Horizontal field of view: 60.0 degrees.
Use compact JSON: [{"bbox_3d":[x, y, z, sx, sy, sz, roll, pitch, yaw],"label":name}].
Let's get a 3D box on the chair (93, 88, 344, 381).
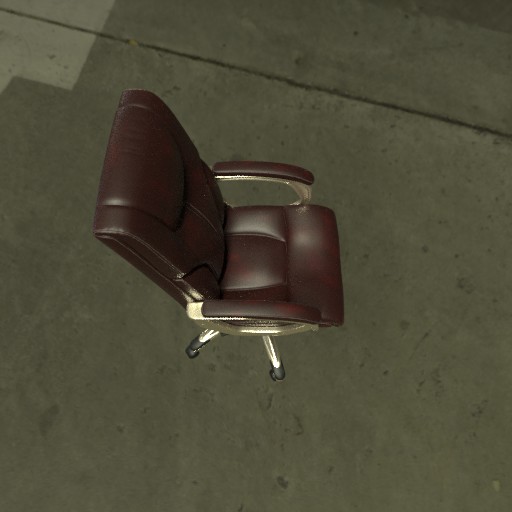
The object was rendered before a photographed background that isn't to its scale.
[{"bbox_3d":[0.000,0.000,1.560,0.739,1.107,0.662,1,63,0],"label":"chair"}]
